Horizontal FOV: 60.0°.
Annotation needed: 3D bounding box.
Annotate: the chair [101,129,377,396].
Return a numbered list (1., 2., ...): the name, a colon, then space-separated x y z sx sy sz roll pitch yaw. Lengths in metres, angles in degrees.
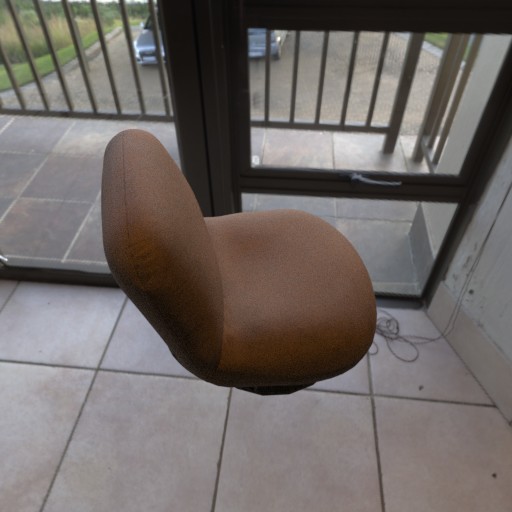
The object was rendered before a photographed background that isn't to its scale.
1. chair: 0.000 0.000 1.043 0.597 0.594 0.521 -9 47 -9
